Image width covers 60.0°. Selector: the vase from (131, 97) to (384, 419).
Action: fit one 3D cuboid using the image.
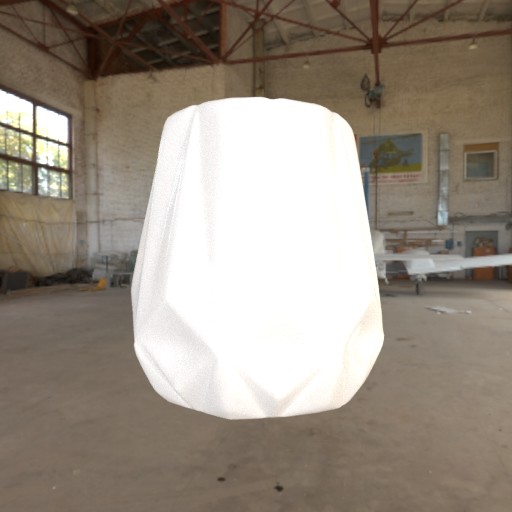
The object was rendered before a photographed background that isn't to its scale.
[{"bbox_3d":[0.000,0.000,0.258,0.141,0.152,0.141,0,1,0],"label":"vase"}]
